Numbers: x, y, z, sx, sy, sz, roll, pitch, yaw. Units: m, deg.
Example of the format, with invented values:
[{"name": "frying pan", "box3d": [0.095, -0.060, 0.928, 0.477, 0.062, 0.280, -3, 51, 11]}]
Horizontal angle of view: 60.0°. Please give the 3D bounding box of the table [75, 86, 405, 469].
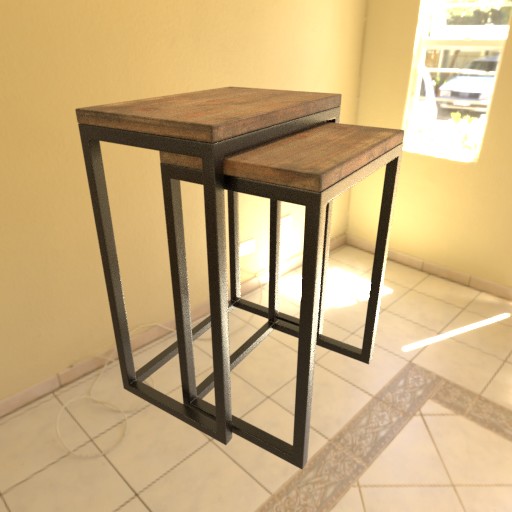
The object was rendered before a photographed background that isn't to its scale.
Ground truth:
[{"name": "table", "box3d": [0.000, 0.000, 0.937, 0.460, 0.615, 0.456, 17, 31, 31]}]
